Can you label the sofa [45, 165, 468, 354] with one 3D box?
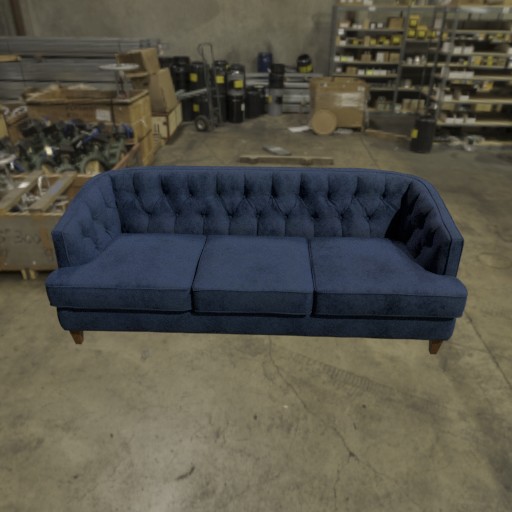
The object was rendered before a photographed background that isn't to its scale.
[{"bbox_3d":[0.000,0.000,2.743,2.278,0.855,0.941,1,29,2],"label":"sofa"}]
